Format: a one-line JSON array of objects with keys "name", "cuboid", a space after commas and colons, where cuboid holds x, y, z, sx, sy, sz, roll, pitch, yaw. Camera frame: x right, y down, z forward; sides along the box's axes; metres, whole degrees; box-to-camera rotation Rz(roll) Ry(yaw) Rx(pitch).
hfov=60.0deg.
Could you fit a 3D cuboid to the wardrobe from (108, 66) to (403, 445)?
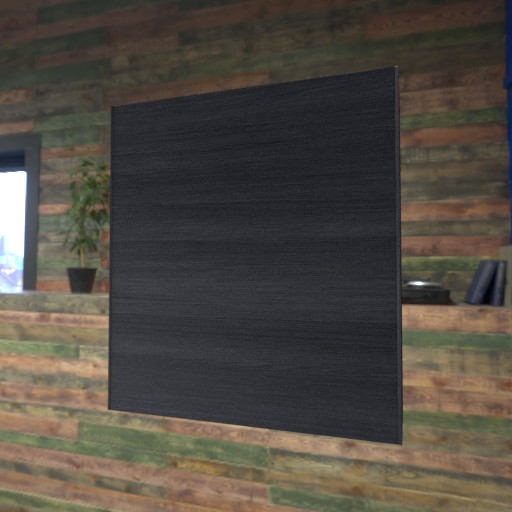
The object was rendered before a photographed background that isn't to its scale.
[{"name": "wardrobe", "cuboid": [0.000, 0.000, 2.863, 1.780, 1.960, 0.629, -1, -2, 19]}]
